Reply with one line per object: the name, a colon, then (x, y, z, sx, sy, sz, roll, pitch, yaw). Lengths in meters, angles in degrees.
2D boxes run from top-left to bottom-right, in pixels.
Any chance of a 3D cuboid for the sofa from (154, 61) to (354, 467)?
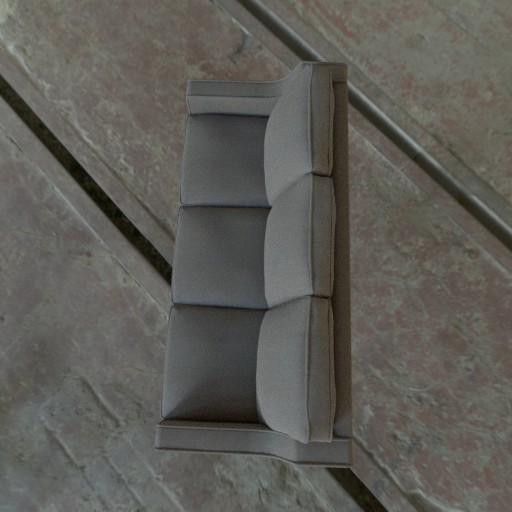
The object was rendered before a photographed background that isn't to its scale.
sofa: (0.000, 0.000, 2.446, 0.911, 0.974, 1.986, 2, 76, 1)
